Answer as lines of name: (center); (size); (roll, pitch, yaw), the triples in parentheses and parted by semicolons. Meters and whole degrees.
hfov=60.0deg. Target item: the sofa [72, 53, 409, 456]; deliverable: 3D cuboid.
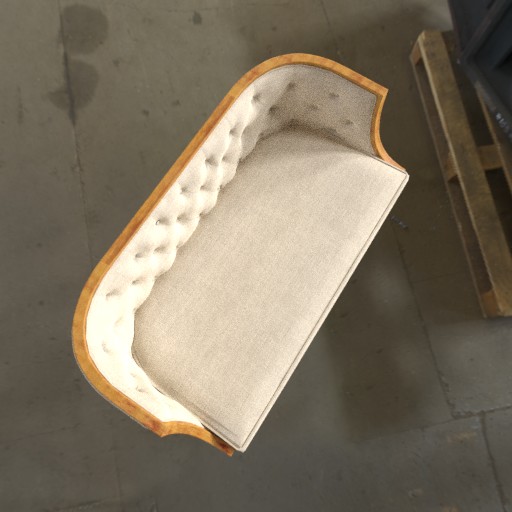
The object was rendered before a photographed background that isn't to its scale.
sofa: (0.000, 0.000, 1.890); (0.770, 0.775, 1.474); (32, 77, 8)
